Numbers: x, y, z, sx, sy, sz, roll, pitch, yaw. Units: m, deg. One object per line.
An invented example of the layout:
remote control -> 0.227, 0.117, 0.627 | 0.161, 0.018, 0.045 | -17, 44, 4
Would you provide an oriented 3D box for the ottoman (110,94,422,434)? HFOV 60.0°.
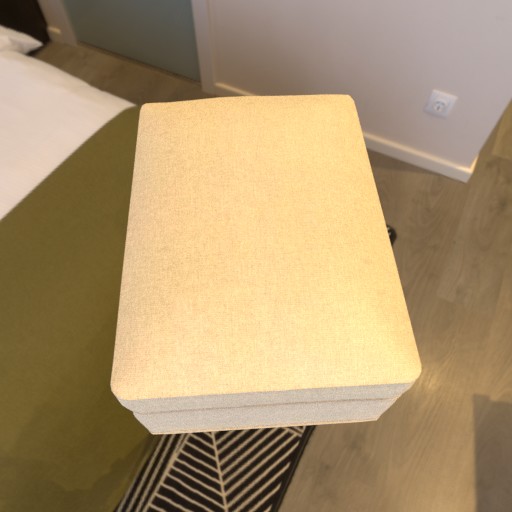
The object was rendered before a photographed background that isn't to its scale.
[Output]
ottoman -> 0.000, 0.000, 1.229 | 0.619, 0.504, 0.843 | -3, 59, -2
